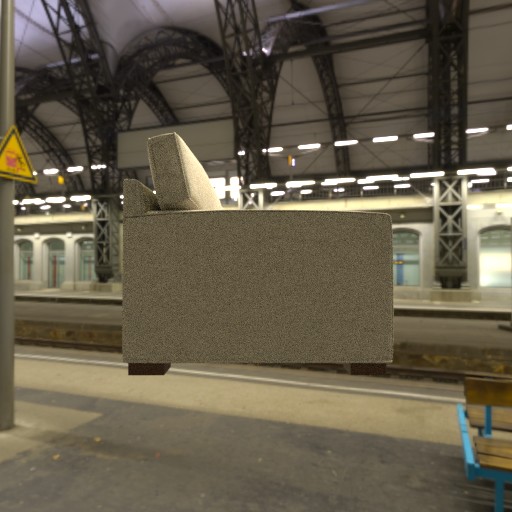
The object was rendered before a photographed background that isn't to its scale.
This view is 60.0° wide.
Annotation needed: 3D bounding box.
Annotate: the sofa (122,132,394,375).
[{"bbox_3d":[0.000,0.000,2.548,0.936,0.862,2.093,0,-1,-1],"label":"sofa"}]
